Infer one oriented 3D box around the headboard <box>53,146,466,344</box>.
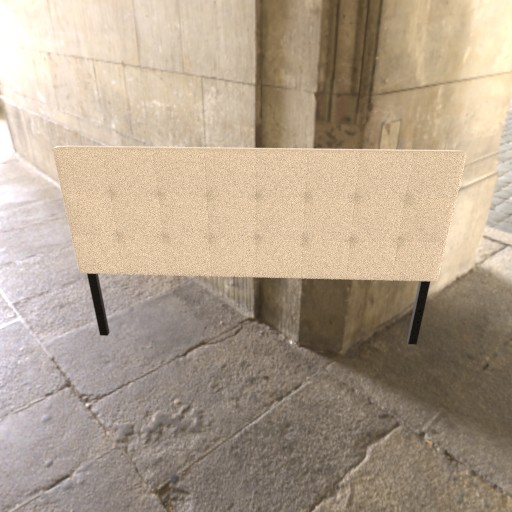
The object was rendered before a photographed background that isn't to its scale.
[{"bbox_3d":[0.000,0.000,2.877,2.362,1.410,0.120,1,29,2],"label":"headboard"}]
